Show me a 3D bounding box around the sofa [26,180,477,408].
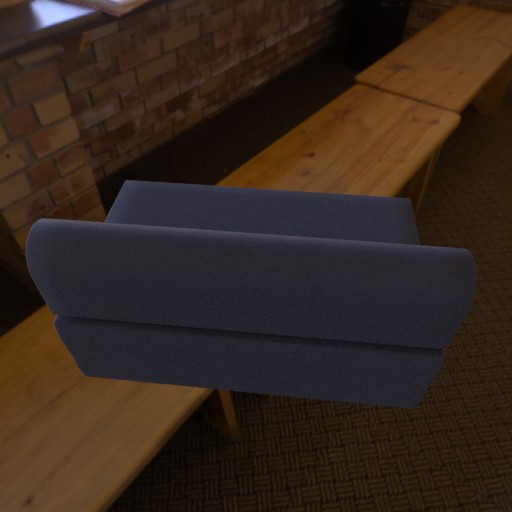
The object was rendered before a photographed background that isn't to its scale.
[{"bbox_3d":[0.000,0.000,1.615,1.219,0.660,0.762,4,46,4],"label":"sofa"}]
